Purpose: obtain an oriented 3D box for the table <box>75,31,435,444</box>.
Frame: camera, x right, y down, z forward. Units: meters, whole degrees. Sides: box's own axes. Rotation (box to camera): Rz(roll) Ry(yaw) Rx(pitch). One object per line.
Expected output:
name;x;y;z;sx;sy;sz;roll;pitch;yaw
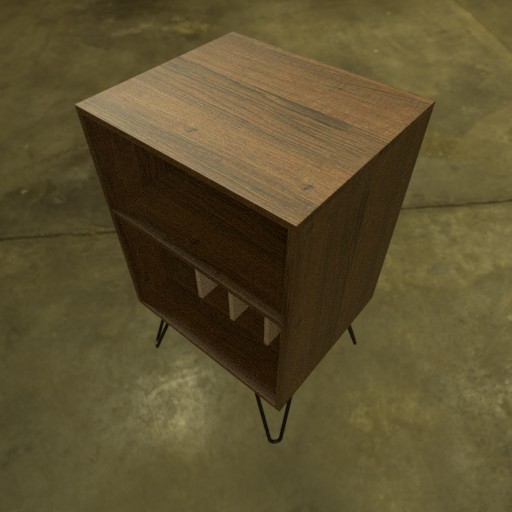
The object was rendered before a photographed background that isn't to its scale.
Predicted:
table;0.000;0.000;1.162;0.526;0.866;0.457;32;55;25
